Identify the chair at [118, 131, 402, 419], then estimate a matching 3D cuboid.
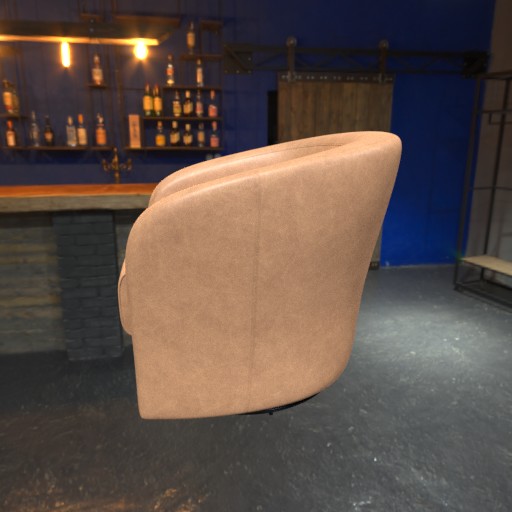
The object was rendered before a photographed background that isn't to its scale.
[{"bbox_3d":[0.000,0.000,1.423,0.815,0.771,0.791,-2,15,-8],"label":"chair"}]
